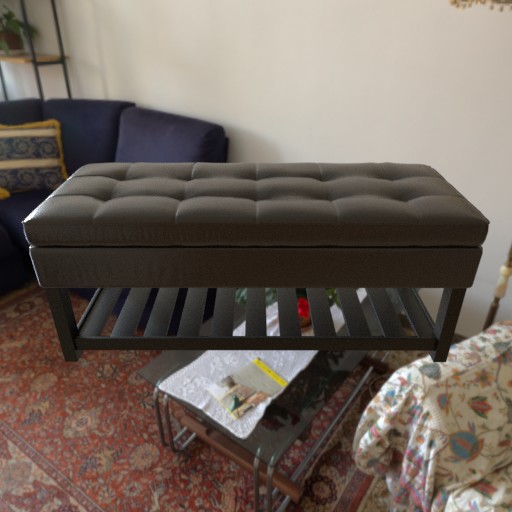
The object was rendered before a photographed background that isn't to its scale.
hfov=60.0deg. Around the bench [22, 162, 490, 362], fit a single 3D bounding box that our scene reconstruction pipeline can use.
[{"bbox_3d":[0.000,0.000,1.312,1.105,0.460,0.432,0,30,0],"label":"bench"}]
